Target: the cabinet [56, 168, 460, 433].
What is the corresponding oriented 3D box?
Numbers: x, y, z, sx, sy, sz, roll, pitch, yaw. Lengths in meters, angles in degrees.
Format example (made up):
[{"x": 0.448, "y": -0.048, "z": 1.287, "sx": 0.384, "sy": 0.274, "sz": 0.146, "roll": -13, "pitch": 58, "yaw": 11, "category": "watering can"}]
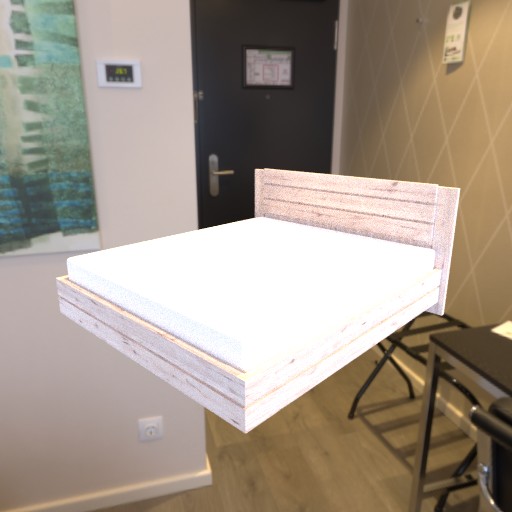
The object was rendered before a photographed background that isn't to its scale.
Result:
[{"x": 0.000, "y": 0.000, "z": 3.148, "sx": 1.950, "sy": 0.970, "sz": 2.080, "roll": 15, "pitch": 23, "yaw": 41, "category": "cabinet"}]
